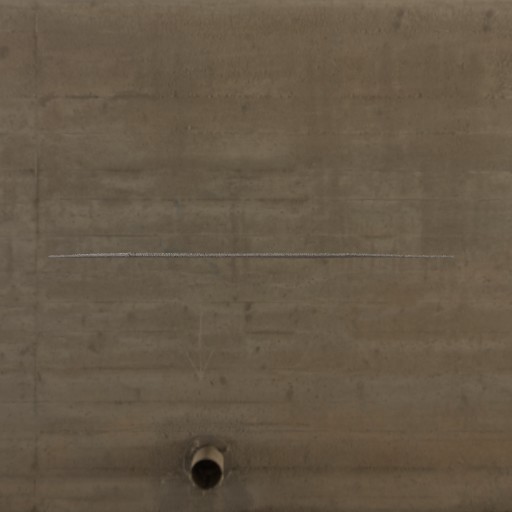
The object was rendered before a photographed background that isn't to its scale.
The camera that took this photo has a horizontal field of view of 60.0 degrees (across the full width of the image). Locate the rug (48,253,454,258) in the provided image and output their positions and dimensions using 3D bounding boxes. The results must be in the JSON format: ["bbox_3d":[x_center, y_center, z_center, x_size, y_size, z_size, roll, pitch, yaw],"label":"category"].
[{"bbox_3d":[0.000,0.000,2.295,1.773,0.021,1.149,0,-1,-36],"label":"rug"}]
